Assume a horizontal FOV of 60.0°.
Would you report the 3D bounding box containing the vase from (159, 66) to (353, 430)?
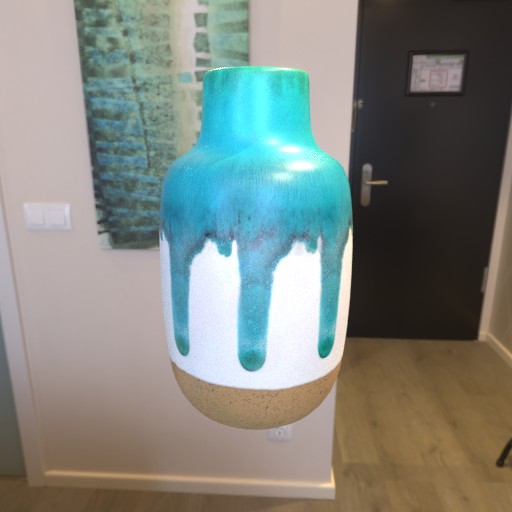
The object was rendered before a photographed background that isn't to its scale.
[{"bbox_3d":[0.000,0.000,0.249,0.106,0.192,0.106,0,16,0],"label":"vase"}]
